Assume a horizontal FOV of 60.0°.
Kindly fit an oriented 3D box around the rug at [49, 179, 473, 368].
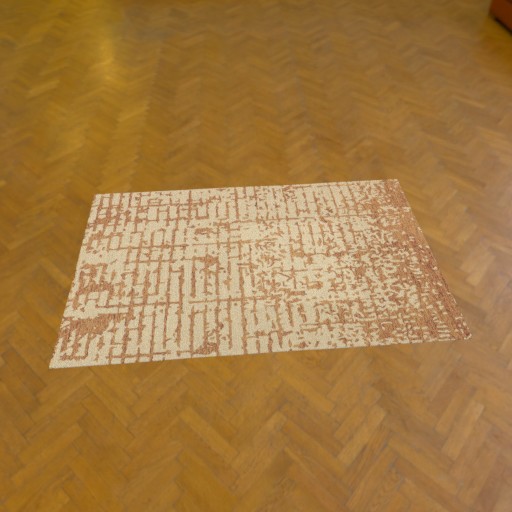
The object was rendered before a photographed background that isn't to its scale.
[{"bbox_3d":[0.000,0.000,3.044,2.435,0.011,1.517,-3,47,-3],"label":"rug"}]
